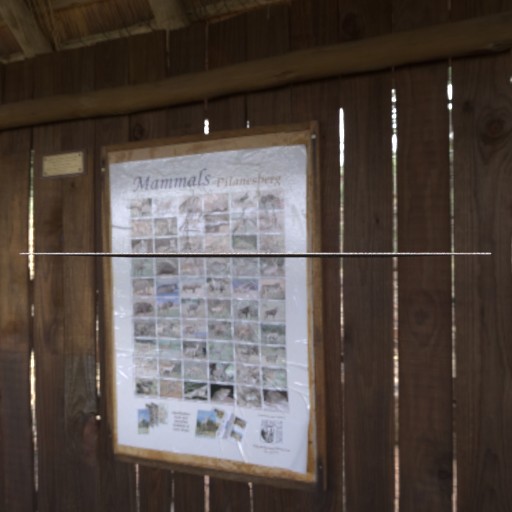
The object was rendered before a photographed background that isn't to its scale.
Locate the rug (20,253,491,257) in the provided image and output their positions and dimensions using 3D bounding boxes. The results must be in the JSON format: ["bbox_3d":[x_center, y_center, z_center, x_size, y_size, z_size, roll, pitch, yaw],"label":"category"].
[{"bbox_3d":[0.000,0.000,4.082,3.046,0.008,2.442,0,-1,1],"label":"rug"}]
